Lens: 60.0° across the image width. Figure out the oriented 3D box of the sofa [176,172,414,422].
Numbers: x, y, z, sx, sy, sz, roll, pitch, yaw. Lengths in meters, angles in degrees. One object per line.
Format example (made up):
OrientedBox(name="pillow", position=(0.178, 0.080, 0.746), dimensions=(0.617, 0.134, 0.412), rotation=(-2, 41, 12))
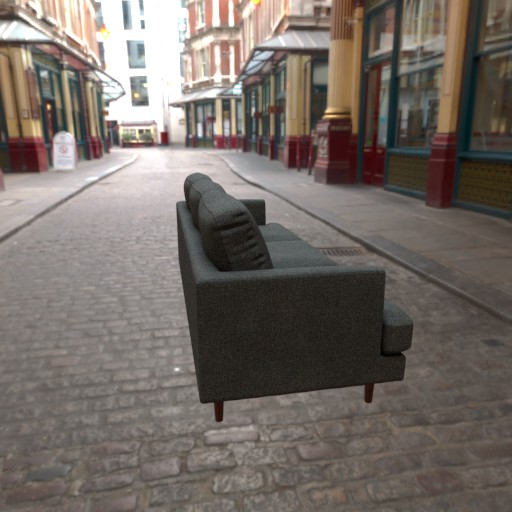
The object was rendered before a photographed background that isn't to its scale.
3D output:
OrientedBox(name="sofa", position=(0.000, 0.000, 2.785), dimensions=(0.903, 0.930, 2.246), rotation=(-3, 15, -11))
